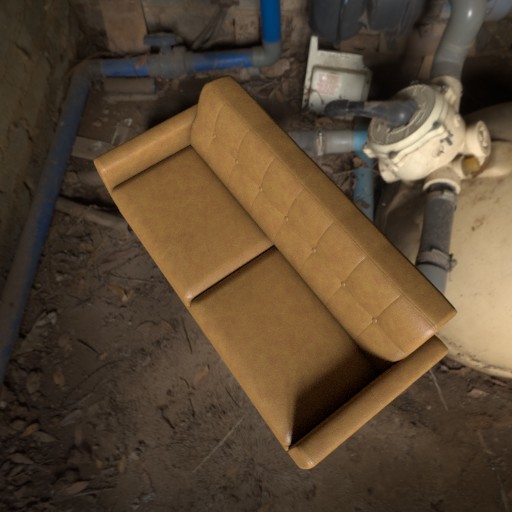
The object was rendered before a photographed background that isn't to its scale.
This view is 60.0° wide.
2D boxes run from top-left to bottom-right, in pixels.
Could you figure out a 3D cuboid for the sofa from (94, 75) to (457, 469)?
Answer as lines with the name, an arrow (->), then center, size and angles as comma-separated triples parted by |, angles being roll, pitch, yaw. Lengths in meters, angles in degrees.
sofa -> 0.000, 0.000, 2.626 | 0.980, 0.892, 2.137 | -33, 69, -15
